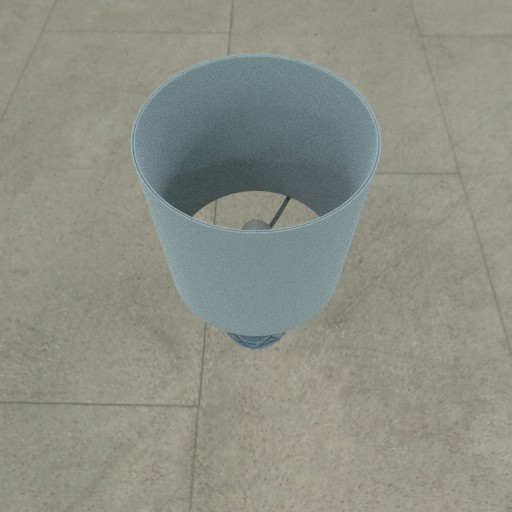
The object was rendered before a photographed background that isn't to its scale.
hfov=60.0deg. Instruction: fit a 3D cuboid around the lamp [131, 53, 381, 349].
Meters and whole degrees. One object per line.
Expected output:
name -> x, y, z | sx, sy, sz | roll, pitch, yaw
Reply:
lamp -> 0.000, 0.000, 0.505 | 0.193, 0.377, 0.193 | -30, 63, -17
